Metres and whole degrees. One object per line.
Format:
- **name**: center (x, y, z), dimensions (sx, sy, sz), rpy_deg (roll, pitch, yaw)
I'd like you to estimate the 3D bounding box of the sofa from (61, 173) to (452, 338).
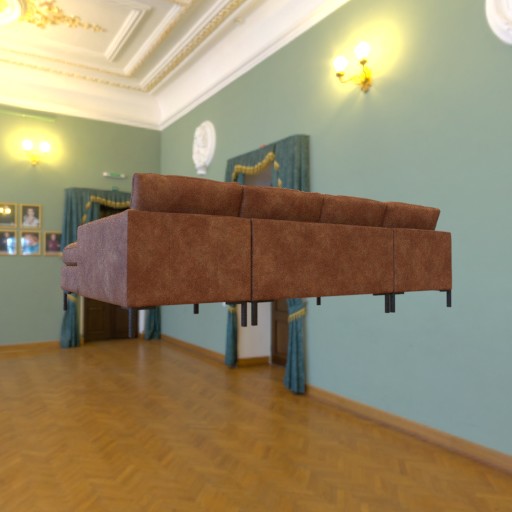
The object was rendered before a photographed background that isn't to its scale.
- **sofa**: center (0.000, 0.000, 3.877), dimensions (2.956, 0.900, 1.939), rpy_deg (1, -1, -35)
